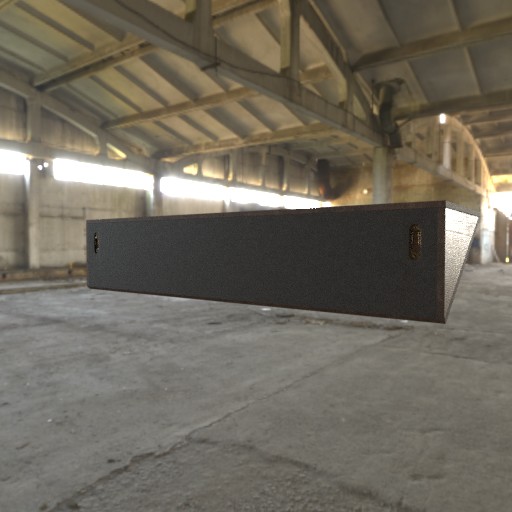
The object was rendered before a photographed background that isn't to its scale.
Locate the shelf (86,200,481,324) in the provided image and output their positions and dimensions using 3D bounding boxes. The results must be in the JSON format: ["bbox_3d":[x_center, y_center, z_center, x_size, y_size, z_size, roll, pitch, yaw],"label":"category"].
[{"bbox_3d":[0.000,0.000,0.702,0.610,0.125,0.200,1,2,36],"label":"shelf"}]
